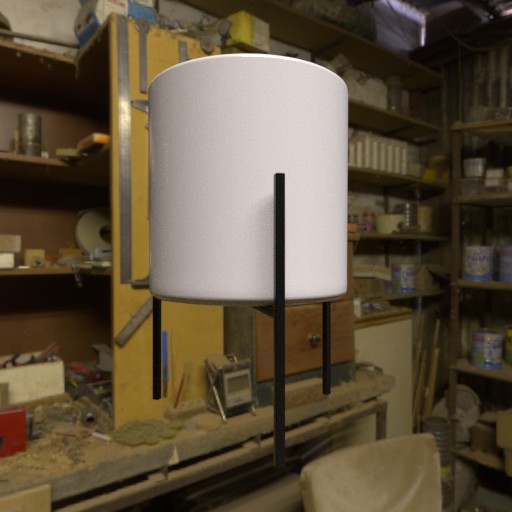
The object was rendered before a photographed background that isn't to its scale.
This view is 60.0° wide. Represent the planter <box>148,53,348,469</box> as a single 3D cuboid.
[{"bbox_3d":[0.000,0.000,0.501,0.239,0.356,0.239,0,0,-37],"label":"planter"}]
